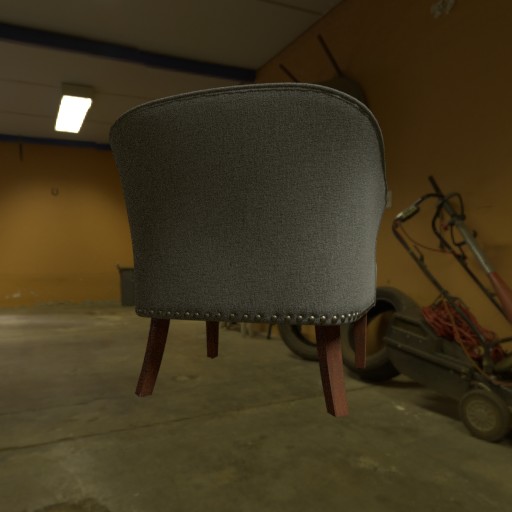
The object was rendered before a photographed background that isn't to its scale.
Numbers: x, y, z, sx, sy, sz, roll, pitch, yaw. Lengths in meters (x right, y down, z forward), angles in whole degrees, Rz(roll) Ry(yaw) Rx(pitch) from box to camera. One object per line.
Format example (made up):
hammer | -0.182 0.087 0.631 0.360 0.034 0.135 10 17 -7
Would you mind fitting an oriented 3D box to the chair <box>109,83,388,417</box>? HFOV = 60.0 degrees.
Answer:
chair | 0.000 0.000 1.406 0.798 0.815 0.704 0 -1 18
